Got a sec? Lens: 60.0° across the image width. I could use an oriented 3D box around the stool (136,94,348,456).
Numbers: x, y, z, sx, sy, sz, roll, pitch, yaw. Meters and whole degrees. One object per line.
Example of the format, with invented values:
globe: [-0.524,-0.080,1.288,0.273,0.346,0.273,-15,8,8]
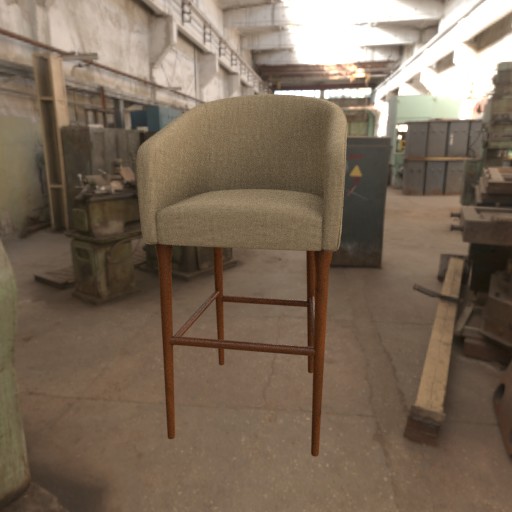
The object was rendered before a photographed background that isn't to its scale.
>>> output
stool: [0.000,0.000,1.489,0.559,1.078,0.607,3,15,10]
